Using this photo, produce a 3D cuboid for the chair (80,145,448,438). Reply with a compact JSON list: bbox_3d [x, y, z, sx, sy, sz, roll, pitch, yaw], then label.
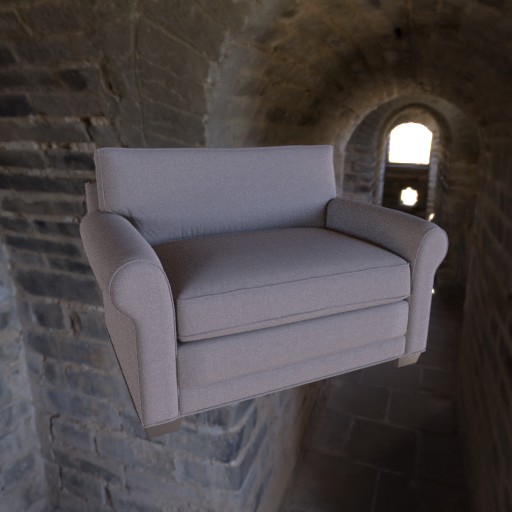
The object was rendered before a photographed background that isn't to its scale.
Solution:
[{"bbox_3d":[0.000,0.000,1.957,1.390,0.930,0.930,-7,17,-25],"label":"chair"}]
